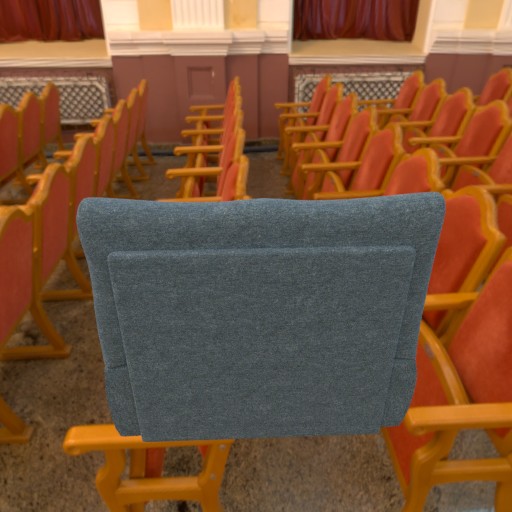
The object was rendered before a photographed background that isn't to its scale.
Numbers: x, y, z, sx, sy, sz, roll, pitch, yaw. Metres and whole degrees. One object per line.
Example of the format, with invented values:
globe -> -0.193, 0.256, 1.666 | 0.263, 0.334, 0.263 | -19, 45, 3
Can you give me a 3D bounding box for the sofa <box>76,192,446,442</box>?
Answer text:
sofa -> 0.000, 0.000, 1.647 | 0.930, 0.820, 1.000 | -1, 30, -2
